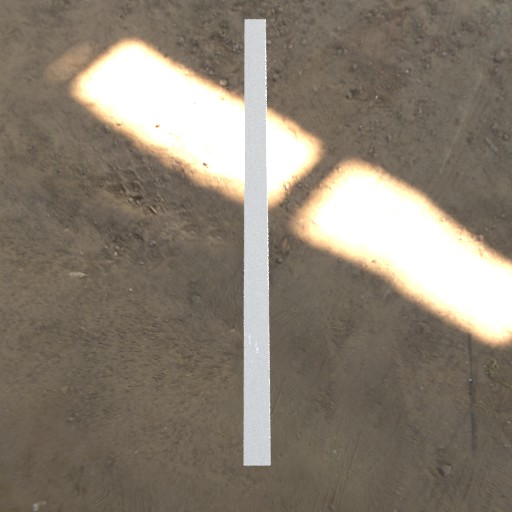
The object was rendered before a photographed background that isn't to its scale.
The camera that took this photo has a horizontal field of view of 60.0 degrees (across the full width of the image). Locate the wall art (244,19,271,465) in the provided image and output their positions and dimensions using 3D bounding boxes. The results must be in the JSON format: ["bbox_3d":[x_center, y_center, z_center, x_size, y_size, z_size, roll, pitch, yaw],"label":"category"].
[{"bbox_3d":[0.000,0.000,1.381,0.053,0.787,1.041,0,76,0],"label":"wall art"}]
